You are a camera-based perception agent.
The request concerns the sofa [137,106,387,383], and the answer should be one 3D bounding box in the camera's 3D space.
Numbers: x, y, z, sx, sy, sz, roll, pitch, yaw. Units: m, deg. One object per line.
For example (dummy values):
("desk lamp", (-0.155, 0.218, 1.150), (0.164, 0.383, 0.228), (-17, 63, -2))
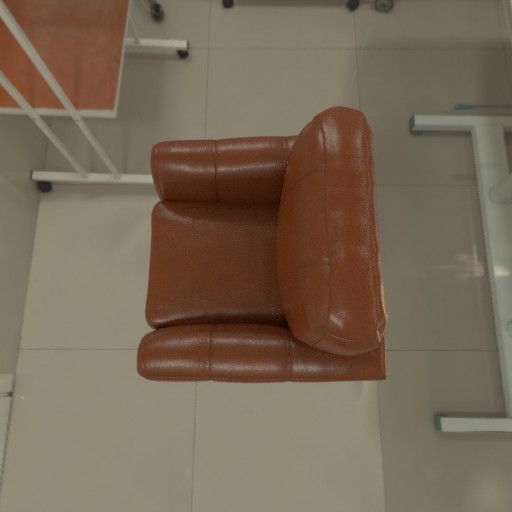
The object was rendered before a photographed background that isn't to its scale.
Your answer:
("sofa", (0.000, 0.000, 1.519), (0.789, 0.876, 0.836), (0, 75, 0))
